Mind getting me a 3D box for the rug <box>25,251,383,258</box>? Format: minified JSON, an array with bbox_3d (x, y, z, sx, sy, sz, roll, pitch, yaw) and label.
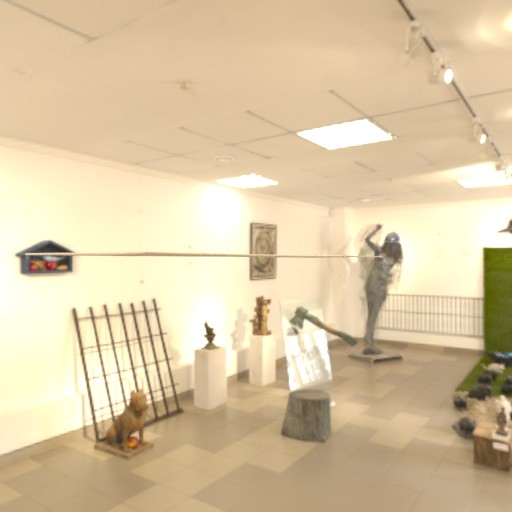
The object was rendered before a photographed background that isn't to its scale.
[{"bbox_3d":[0.000,0.000,2.722,0.770,0.016,2.442,0,-1,35],"label":"rug"}]
